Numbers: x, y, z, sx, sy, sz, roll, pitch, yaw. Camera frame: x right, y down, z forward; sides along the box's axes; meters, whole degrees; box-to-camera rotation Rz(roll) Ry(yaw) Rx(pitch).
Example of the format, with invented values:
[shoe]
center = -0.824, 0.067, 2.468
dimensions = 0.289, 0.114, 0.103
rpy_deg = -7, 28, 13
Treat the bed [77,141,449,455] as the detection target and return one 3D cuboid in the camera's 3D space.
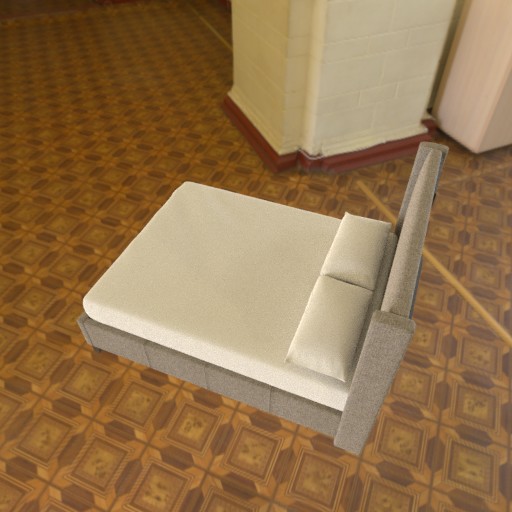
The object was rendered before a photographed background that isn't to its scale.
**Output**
[bed]
center = 0.000, 0.000, 3.377
dimensions = 2.245, 1.481, 1.714
rpy_deg = 16, 48, 15
